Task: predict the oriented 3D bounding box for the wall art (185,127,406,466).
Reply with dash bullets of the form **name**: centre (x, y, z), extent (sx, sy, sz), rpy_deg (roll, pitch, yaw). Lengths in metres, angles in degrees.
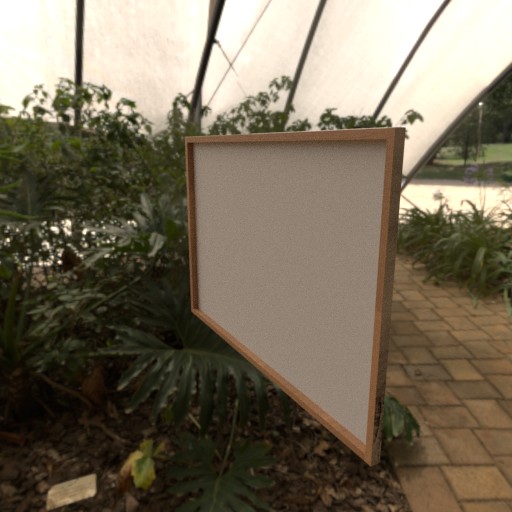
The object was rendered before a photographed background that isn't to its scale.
- **wall art**: centre (0.000, 0.000, 1.143), extent (0.023, 0.607, 0.914), rpy_deg (-8, 16, -28)
